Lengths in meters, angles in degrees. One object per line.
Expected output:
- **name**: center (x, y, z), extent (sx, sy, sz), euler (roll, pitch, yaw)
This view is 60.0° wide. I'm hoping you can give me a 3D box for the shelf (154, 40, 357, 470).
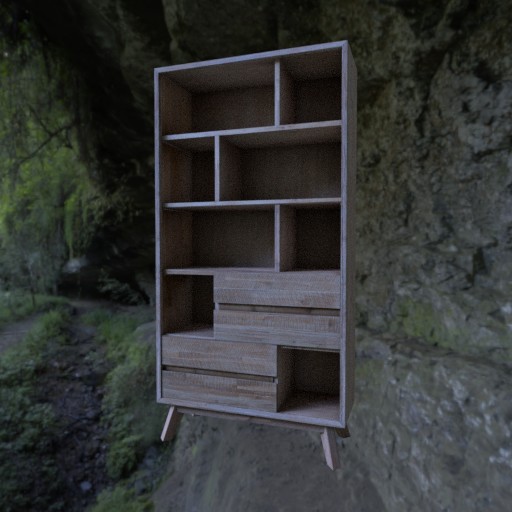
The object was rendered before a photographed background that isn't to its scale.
- **shelf**: center (0.000, 0.000, 1.767), extent (0.748, 1.471, 0.308), euler (1, 2, 19)
